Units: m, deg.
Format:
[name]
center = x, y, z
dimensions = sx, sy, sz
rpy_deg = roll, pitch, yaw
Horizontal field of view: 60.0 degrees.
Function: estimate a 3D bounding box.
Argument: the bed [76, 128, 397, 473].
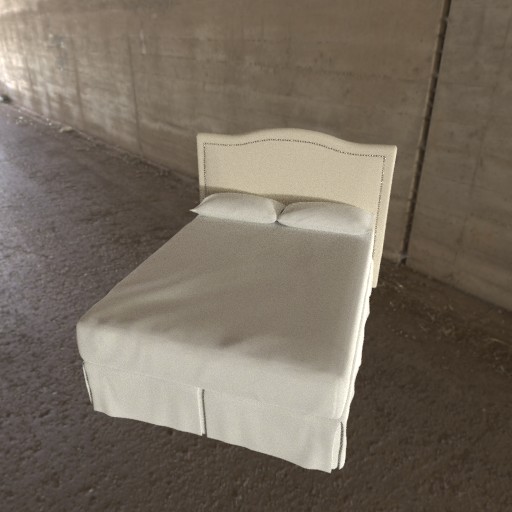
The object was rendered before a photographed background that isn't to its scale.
[bed]
center = 0.000, 0.000, 3.235
dimensions = 1.753, 1.460, 2.143
rpy_deg = 8, 28, 15
